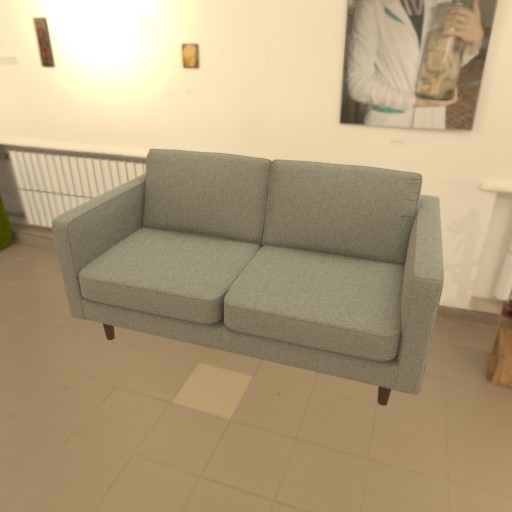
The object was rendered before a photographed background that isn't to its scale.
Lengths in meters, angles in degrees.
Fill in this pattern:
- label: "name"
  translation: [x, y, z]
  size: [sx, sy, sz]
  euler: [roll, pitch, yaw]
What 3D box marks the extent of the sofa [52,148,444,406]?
- label: "sofa"
  translation: [0.000, 0.000, 2.318]
  size: [1.731, 0.900, 1.000]
  euler: [9, 28, 17]
